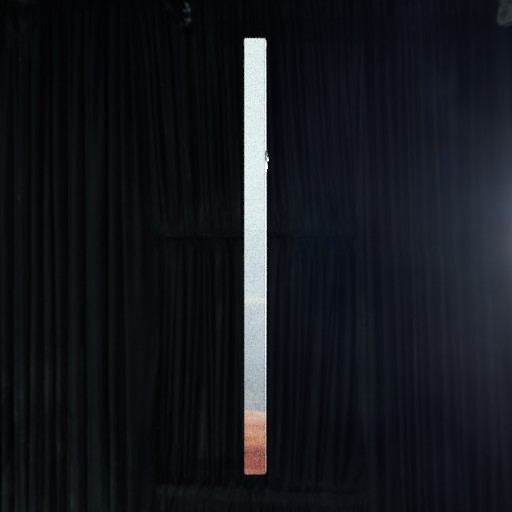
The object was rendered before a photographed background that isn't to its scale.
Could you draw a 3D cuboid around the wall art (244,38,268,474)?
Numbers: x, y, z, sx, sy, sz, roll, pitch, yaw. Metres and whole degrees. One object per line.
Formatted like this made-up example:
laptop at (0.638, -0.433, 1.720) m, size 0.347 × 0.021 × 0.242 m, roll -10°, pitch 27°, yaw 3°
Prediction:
wall art at (0.000, 0.000, 1.152) m, size 0.042 × 0.760 × 0.760 m, roll 0°, pitch 0°, yaw 0°
